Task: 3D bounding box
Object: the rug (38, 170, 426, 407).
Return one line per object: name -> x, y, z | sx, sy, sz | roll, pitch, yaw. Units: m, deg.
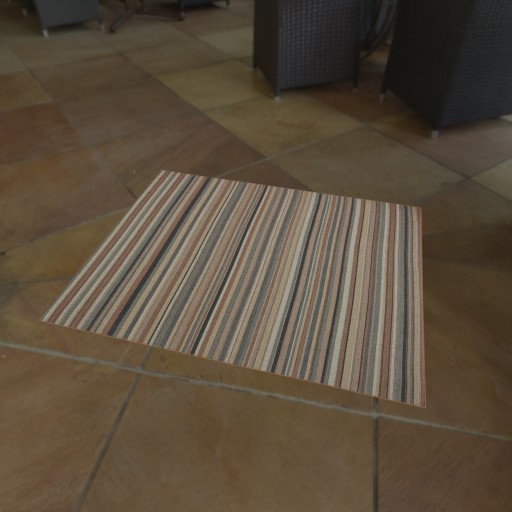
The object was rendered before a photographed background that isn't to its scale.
rug -> 0.000, 0.000, 4.199 | 3.045, 0.011, 2.436 | 10, 43, 11
